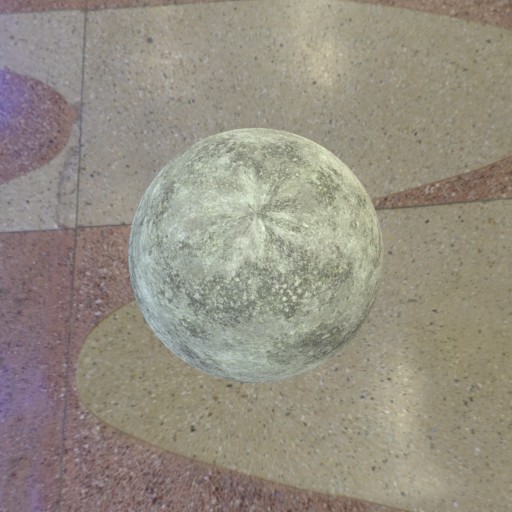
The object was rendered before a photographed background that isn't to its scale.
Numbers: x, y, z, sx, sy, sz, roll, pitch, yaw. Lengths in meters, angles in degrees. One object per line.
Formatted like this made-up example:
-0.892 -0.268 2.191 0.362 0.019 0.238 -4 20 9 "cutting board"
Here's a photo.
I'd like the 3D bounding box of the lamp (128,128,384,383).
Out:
0.000 0.000 0.763 0.422 0.429 0.422 0 75 0 "lamp"
